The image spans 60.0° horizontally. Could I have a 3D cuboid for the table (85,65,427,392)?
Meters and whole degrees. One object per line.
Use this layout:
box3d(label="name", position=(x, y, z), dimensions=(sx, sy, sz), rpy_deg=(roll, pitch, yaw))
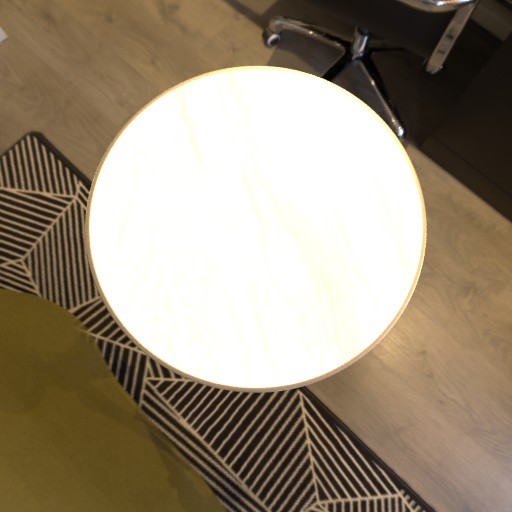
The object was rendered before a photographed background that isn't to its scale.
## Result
box3d(label="table", position=(0.000, 0.000, 0.811), dimensions=(0.445, 0.479, 0.445), rpy_deg=(0, 77, 0))
